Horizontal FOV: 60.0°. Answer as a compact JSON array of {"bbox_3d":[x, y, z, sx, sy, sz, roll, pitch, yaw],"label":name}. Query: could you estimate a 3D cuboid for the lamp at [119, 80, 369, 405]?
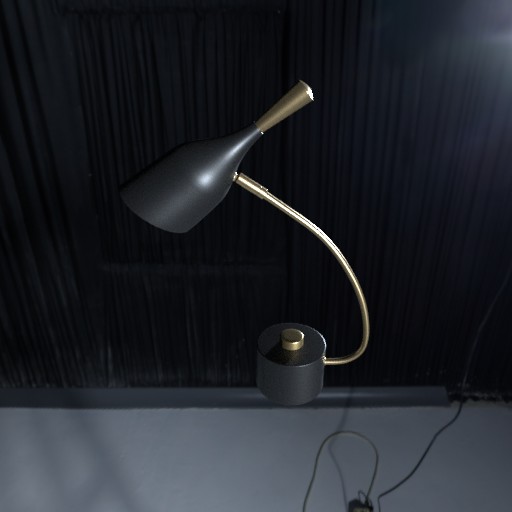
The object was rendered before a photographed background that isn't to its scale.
[{"bbox_3d":[0.000,0.000,0.626,0.352,0.464,0.110,0,27,-1],"label":"lamp"}]
